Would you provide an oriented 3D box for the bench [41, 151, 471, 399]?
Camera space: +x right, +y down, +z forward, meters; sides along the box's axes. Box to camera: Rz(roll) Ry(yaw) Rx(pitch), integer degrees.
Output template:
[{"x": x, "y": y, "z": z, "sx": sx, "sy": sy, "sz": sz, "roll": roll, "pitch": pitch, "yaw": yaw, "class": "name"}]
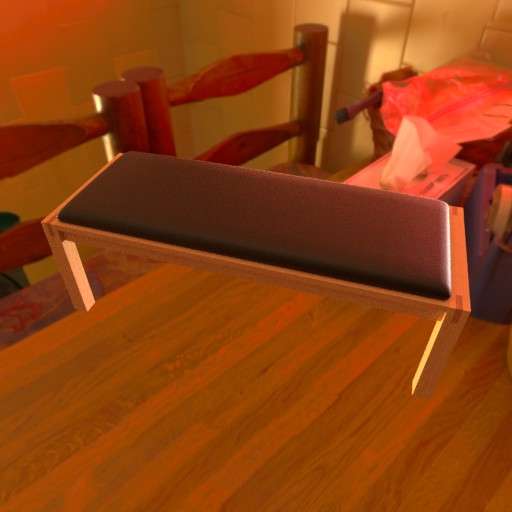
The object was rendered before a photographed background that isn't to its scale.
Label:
[{"x": 0.000, "y": 0.000, "z": 1.452, "sx": 1.202, "sy": 0.430, "sz": 0.450, "roll": 11, "pitch": 42, "yaw": 13, "class": "bench"}]
